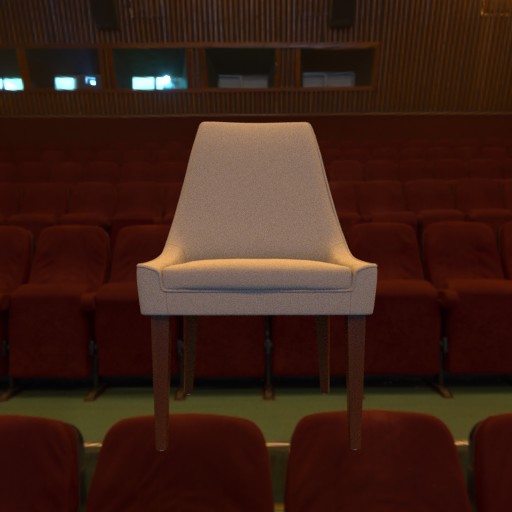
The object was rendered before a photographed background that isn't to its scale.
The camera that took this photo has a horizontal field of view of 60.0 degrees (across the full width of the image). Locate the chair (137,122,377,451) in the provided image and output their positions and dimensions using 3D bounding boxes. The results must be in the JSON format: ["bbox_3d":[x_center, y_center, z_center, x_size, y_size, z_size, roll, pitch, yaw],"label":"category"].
[{"bbox_3d":[0.000,0.000,1.218,0.529,0.861,0.544,0,1,-1],"label":"chair"}]
